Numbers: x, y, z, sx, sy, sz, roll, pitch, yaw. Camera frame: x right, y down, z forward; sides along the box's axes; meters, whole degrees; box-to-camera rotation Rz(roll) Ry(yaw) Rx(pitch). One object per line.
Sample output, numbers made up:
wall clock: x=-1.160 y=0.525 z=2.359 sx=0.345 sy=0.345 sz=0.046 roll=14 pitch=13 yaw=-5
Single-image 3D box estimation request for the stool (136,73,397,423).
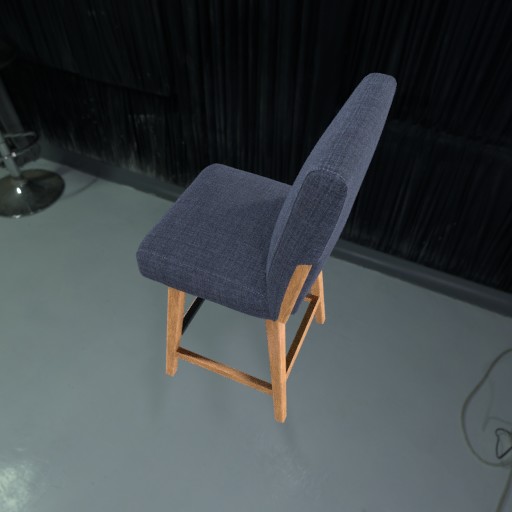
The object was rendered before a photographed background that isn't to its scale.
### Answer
stool: x=0.000 y=0.000 z=1.299 sx=0.526 sy=1.010 sz=0.459 roll=18 pitch=50 yaw=16
